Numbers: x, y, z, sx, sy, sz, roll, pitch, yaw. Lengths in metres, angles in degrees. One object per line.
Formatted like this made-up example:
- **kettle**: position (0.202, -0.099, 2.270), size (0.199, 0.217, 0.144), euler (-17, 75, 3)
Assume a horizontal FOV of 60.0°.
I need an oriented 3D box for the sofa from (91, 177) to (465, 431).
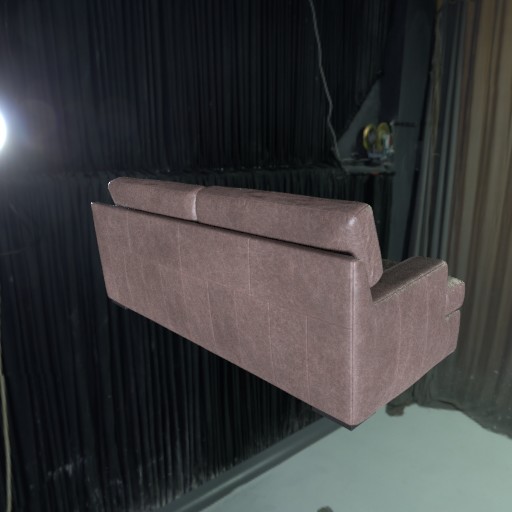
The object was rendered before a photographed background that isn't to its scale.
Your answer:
- **sofa**: position (0.000, 0.000, 2.794), size (1.143, 0.941, 2.261), euler (-14, 20, -42)
